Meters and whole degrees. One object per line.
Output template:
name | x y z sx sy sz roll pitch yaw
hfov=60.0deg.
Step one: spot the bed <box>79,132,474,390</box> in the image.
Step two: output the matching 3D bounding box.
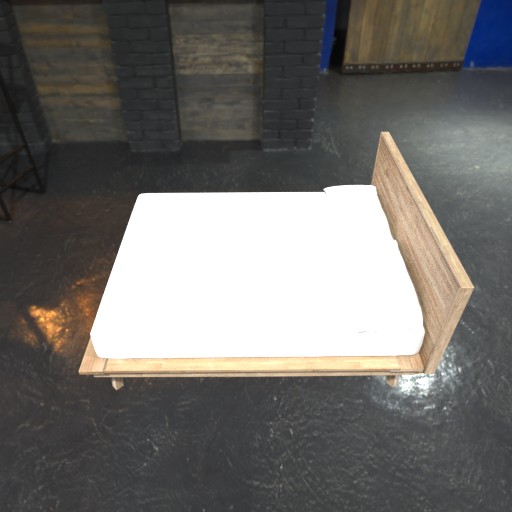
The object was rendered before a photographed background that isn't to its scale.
bed | 0.000 0.000 3.188 2.145 1.071 1.759 0 40 -1
